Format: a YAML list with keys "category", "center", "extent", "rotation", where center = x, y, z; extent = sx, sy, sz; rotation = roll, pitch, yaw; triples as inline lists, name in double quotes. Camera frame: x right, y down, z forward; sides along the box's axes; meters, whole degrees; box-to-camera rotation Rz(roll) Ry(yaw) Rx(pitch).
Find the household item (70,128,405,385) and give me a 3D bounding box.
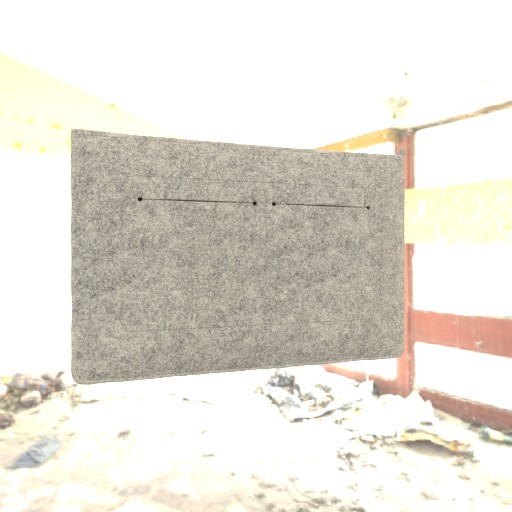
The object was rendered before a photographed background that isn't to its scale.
- category: "household item"
  center: [0.000, 0.000, 0.434]
  extent: [0.335, 0.221, 0.057]
  rotation: [0, 0, -18]
